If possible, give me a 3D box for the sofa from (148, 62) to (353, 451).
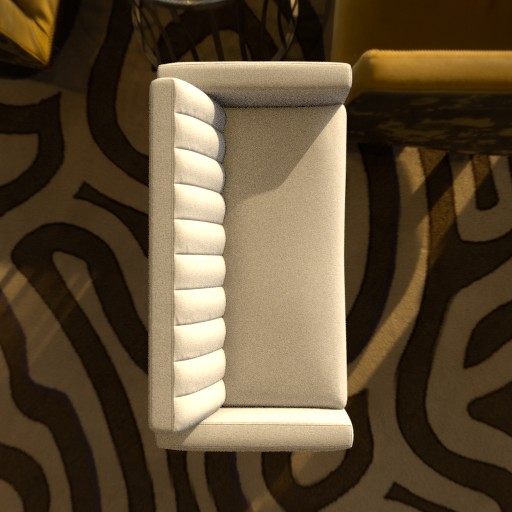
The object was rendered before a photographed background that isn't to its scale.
[{"bbox_3d":[0.000,0.000,2.380,0.969,0.814,1.895,0,89,1],"label":"sofa"}]
